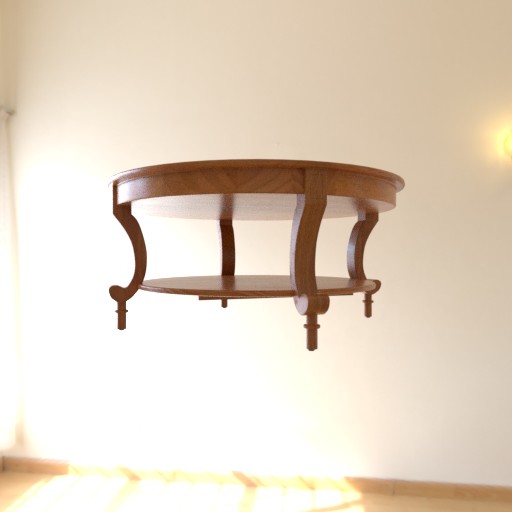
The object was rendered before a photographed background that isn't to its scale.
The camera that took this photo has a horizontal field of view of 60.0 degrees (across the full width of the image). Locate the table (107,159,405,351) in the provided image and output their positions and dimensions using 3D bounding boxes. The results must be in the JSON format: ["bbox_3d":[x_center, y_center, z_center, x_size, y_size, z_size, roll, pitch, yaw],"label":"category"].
[{"bbox_3d":[0.000,0.000,1.612,1.029,0.490,1.029,0,0,0],"label":"table"}]
